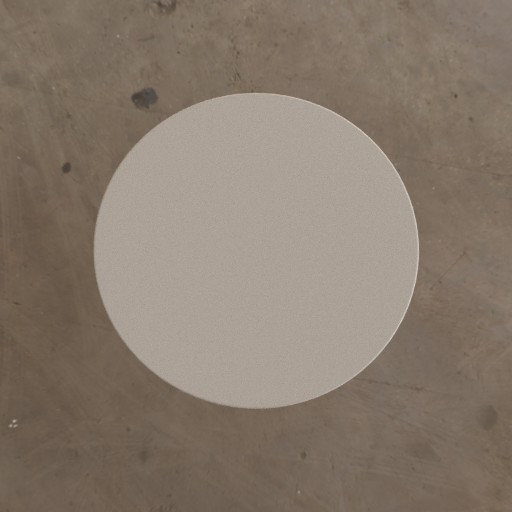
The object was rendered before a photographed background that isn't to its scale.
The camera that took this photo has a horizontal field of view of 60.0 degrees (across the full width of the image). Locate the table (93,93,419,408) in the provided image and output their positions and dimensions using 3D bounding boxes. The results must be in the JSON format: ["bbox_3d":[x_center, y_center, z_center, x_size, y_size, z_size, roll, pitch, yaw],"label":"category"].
[{"bbox_3d":[0.000,0.000,1.463,0.910,0.457,0.910,0,77,0],"label":"table"}]
